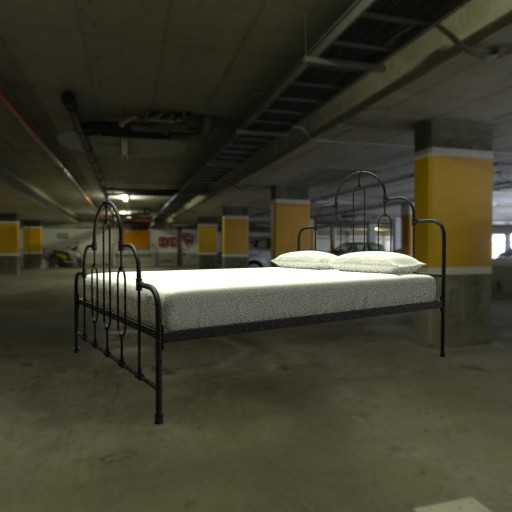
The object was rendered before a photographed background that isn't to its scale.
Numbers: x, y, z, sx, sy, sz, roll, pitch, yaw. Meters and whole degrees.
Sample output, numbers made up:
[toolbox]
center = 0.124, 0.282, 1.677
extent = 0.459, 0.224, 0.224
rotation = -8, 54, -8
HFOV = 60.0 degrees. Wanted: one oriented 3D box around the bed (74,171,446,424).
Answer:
[bed]
center = 0.000, 0.000, 3.200
extent = 2.163, 1.429, 1.640
rotation = -1, 1, -34
